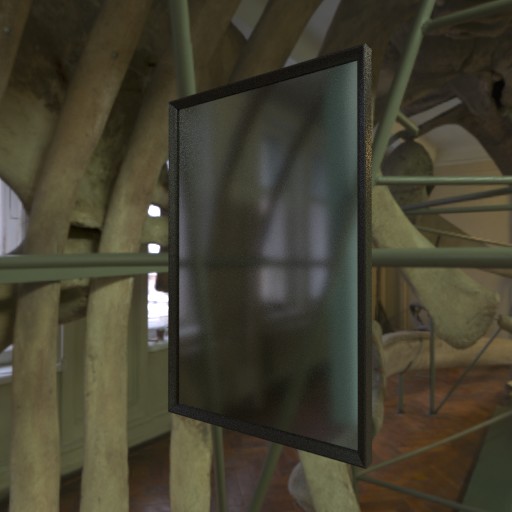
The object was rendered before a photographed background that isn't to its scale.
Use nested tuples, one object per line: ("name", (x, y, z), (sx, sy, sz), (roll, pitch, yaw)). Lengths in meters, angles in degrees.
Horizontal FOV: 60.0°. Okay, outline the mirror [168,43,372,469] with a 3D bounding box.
("mirror", (0.000, 0.000, 1.146), (0.609, 0.915, 0.041), (0, -1, 36))
